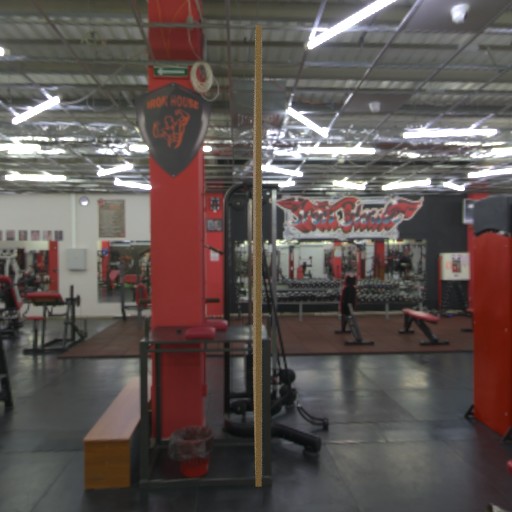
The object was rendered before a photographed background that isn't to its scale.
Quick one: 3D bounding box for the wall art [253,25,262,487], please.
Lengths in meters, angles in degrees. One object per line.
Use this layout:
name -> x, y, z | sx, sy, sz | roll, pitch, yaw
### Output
wall art -> 0.000, 0.000, 1.403 | 0.013, 0.959, 0.962 | 0, 0, -1
